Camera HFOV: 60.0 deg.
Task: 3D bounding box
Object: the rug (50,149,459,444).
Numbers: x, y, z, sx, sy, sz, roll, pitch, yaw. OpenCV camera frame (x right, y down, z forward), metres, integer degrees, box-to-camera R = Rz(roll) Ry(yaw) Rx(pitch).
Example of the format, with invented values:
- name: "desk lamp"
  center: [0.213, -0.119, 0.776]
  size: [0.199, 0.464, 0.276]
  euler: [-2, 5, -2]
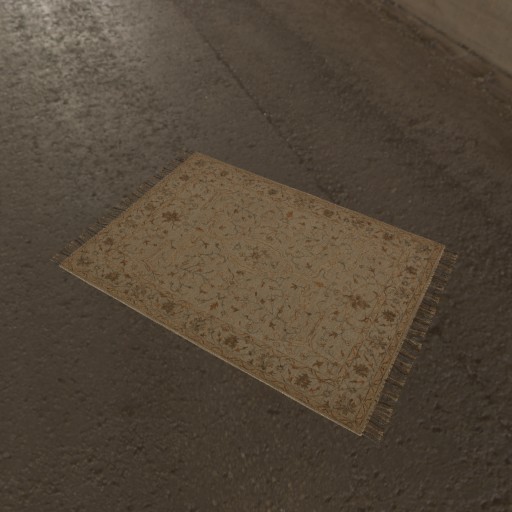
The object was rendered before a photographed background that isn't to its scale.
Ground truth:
- name: "rug"
  center: [0.000, 0.000, 2.388]
  size: [1.861, 0.017, 1.218]
  euler: [24, 52, 21]
